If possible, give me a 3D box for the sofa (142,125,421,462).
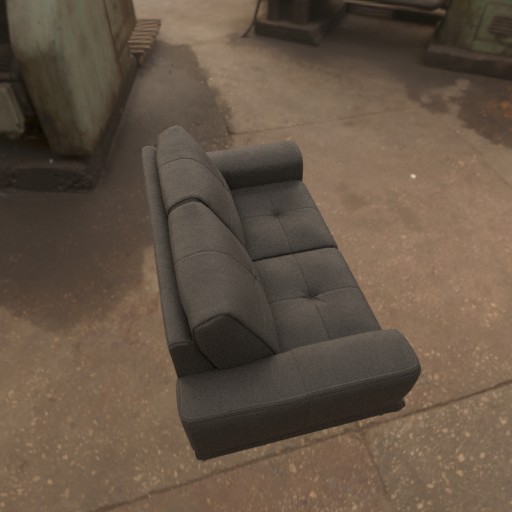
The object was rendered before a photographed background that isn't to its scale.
[{"bbox_3d":[0.000,0.000,2.379,1.018,0.907,1.806,-10,48,-10],"label":"sofa"}]
